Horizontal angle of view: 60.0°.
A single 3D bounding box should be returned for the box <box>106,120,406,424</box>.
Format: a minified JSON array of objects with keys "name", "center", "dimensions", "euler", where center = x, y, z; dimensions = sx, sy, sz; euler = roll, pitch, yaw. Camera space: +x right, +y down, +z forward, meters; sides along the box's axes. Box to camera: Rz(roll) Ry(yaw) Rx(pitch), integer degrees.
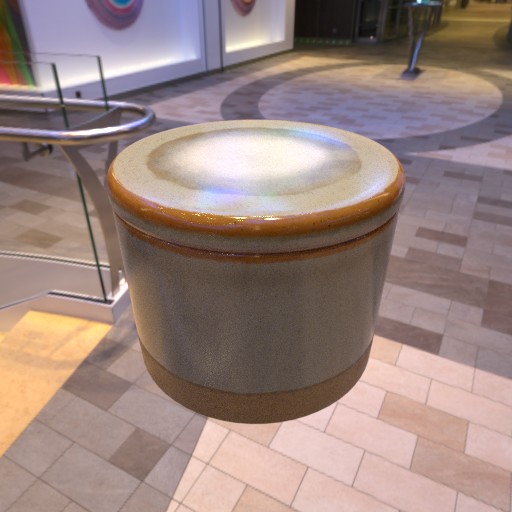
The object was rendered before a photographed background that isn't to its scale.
[{"name":"box","center":[0.000,0.000,0.212],"dimensions":[0.123,0.100,0.123],"euler":[0,31,0]}]
